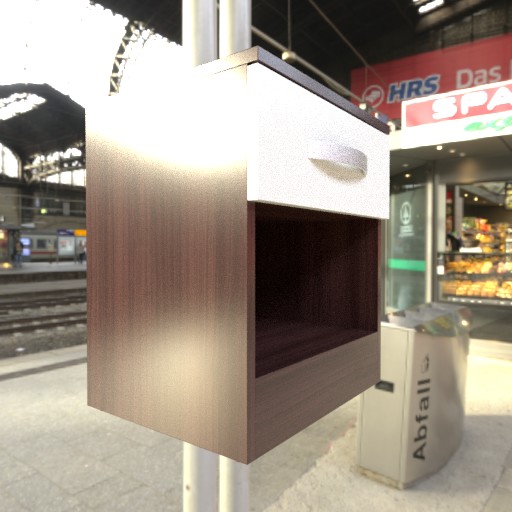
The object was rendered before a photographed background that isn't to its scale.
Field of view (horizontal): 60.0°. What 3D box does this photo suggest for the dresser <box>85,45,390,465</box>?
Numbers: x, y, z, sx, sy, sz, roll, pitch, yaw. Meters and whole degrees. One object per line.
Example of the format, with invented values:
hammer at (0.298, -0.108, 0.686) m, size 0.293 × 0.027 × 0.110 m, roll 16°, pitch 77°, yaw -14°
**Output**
dresser at (0.000, 0.000, 0.741) m, size 0.360 × 0.470 × 0.400 m, roll 1°, pitch 1°, yaw 37°
